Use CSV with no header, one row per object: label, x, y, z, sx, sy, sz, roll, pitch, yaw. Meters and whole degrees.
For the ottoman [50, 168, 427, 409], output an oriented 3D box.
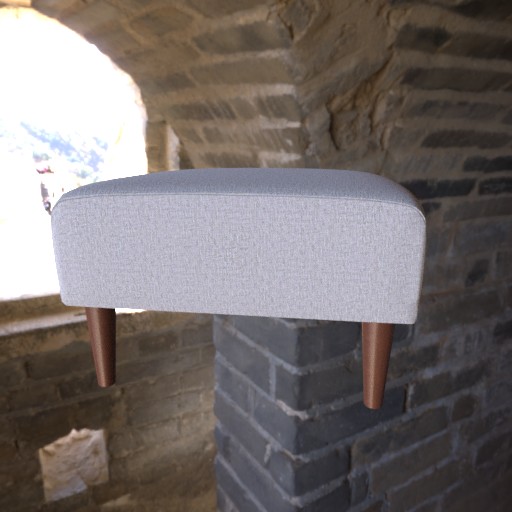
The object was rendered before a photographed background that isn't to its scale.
ottoman,0.000,0.000,1.049,0.648,0.399,0.655,2,14,8
